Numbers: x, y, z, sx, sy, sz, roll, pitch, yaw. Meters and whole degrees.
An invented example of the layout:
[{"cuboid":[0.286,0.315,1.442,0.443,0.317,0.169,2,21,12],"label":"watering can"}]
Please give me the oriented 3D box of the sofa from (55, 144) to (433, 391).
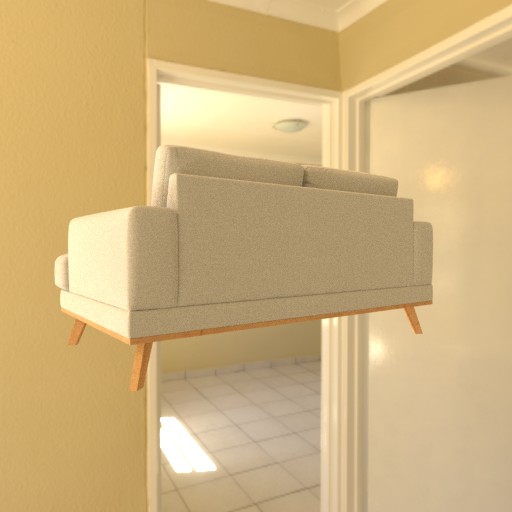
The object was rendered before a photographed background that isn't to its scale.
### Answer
[{"cuboid":[0.000,0.000,2.153,1.651,0.810,0.915,-1,2,-36],"label":"sofa"}]
